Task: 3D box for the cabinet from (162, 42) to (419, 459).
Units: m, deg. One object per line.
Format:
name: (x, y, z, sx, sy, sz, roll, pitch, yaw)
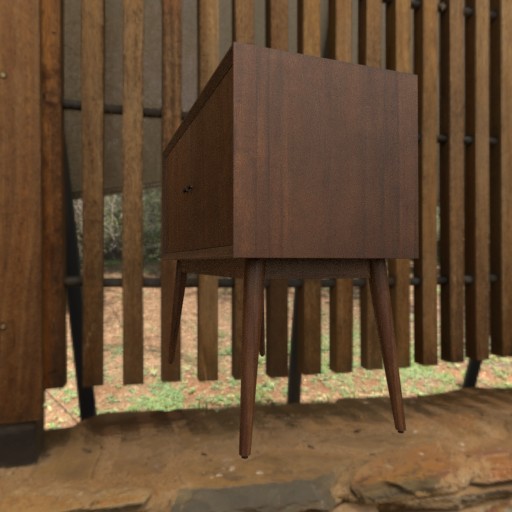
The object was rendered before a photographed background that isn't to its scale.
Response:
cabinet: (0.000, 0.000, 1.093, 0.354, 0.654, 0.743, 0, -1, -20)
